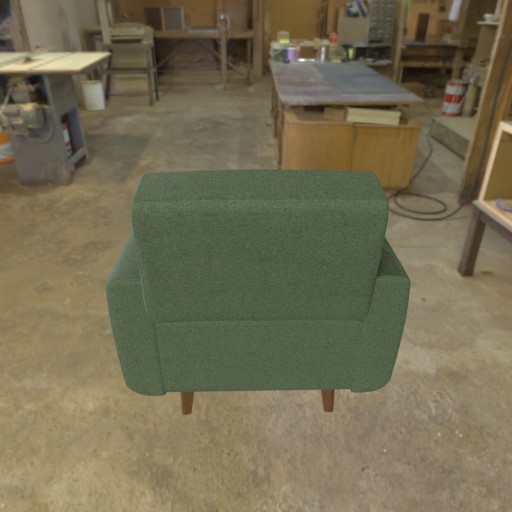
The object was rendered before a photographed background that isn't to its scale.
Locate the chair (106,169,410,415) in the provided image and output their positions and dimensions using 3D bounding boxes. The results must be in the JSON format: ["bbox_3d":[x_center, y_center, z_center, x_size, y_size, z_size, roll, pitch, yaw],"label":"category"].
[{"bbox_3d":[0.000,0.000,1.563,0.831,0.841,0.909,-1,30,-1],"label":"chair"}]
